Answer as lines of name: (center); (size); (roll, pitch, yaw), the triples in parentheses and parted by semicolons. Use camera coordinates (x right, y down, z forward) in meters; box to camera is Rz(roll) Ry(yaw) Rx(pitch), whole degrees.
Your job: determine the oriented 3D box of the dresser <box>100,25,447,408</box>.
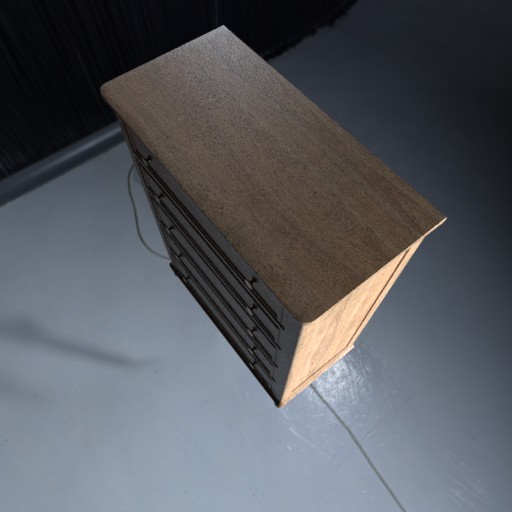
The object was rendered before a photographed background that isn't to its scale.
dresser: (0.000, 0.000, 1.828); (0.484, 1.318, 0.973); (-35, 68, -17)
